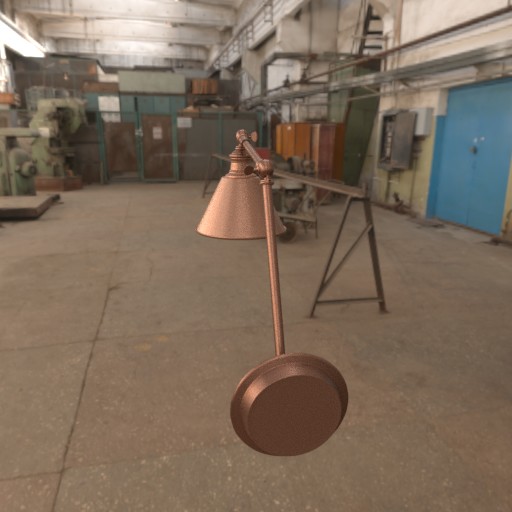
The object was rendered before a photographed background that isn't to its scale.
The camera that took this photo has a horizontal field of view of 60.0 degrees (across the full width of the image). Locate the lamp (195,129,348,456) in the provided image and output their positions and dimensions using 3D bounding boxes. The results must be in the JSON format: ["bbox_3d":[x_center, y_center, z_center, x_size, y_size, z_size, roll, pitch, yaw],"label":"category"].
[{"bbox_3d":[0.000,0.000,0.907,0.223,0.502,0.624,-3,16,-10],"label":"lamp"}]
